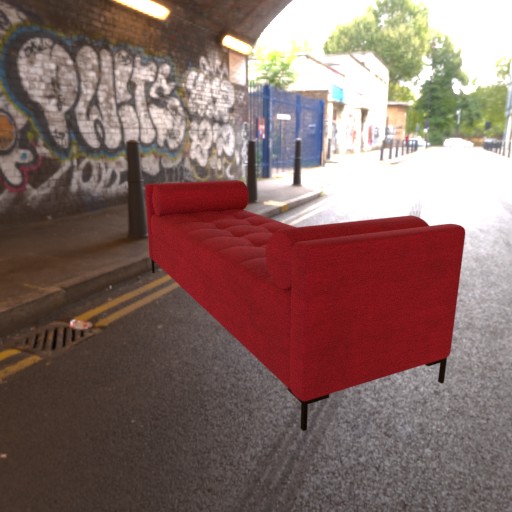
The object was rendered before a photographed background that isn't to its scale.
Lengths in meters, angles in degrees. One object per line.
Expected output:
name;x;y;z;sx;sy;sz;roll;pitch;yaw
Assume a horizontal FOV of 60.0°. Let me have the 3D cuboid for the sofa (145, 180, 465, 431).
sofa;0.000;0.000;2.353;0.686;0.635;1.981;-8;17;-26
